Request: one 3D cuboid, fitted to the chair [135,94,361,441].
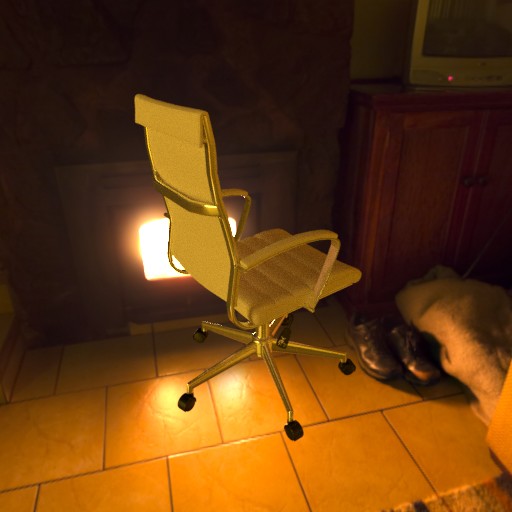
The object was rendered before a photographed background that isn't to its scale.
[{"bbox_3d":[0.000,0.000,1.665,0.739,1.149,0.766,-17,31,-31],"label":"chair"}]
